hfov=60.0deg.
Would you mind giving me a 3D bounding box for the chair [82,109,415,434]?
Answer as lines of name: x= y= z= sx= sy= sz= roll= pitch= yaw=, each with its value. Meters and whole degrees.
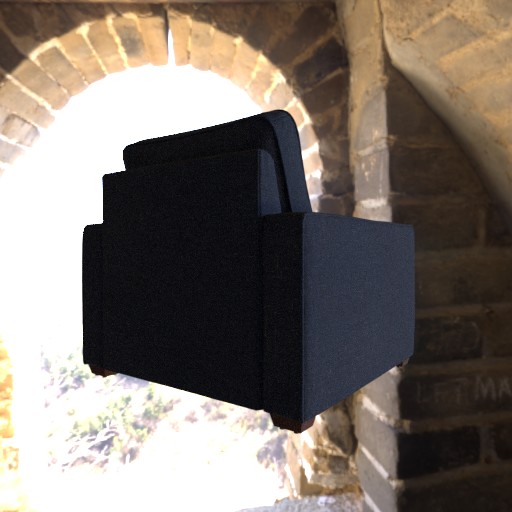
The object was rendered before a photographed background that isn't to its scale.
chair: x=0.000 y=0.000 z=1.782 sx=1.017 sy=0.919 sz=0.940 roll=1 pitch=1 yaw=36
